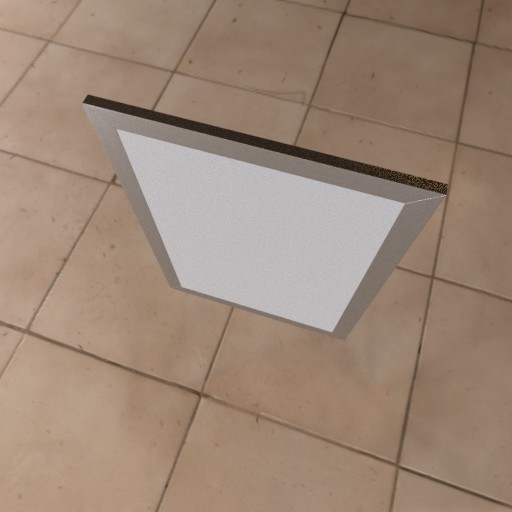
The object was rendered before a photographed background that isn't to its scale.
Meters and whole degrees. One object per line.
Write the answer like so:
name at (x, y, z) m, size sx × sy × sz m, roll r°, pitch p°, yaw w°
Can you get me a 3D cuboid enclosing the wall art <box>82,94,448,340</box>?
wall art at (0.000, 0.000, 0.678) m, size 0.376 × 0.529 × 0.013 m, roll 16°, pitch 66°, yaw 7°
